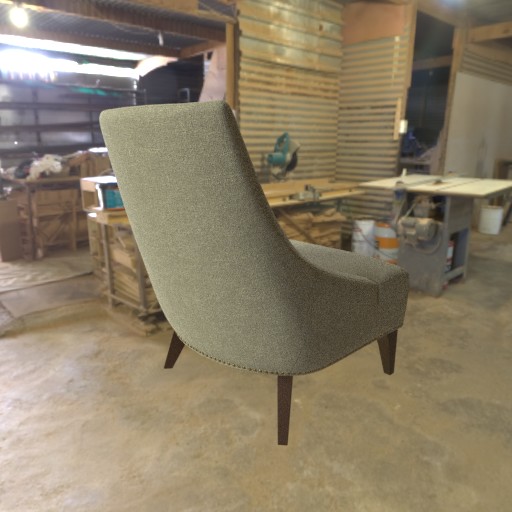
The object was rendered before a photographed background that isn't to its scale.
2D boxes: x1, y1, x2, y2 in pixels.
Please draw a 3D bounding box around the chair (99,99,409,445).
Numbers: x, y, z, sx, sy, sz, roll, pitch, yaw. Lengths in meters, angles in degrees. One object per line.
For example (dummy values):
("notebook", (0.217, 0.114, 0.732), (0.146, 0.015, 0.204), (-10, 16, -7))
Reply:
("chair", (0.000, 0.000, 1.454), (0.861, 0.909, 0.701), (-14, 21, -42))
